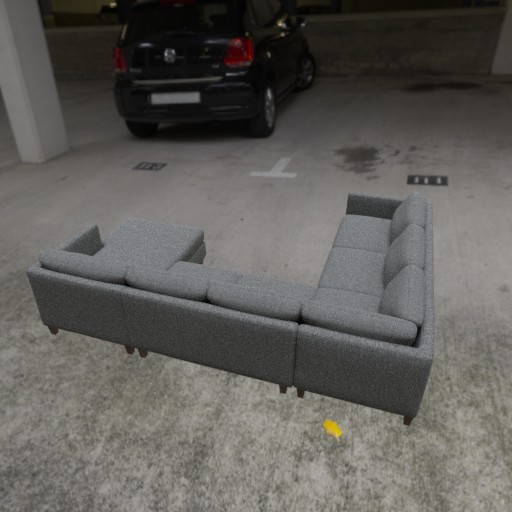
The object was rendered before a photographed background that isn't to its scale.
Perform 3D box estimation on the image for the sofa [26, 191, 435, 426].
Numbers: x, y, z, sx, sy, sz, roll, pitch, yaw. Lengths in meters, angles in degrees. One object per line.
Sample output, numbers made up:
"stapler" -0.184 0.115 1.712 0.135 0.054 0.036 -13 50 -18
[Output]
"sofa" 0.000 0.000 4.384 3.238 0.853 2.551 10 33 16
